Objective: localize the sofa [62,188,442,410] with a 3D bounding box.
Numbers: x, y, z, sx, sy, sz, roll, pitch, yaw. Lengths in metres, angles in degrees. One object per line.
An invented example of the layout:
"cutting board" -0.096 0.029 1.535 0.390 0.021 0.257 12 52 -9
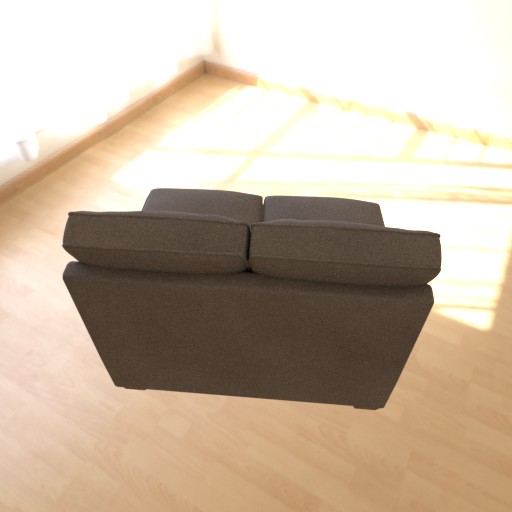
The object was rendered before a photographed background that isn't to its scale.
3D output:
"sofa" 0.000 0.000 1.996 1.237 1.008 0.951 4 46 3
